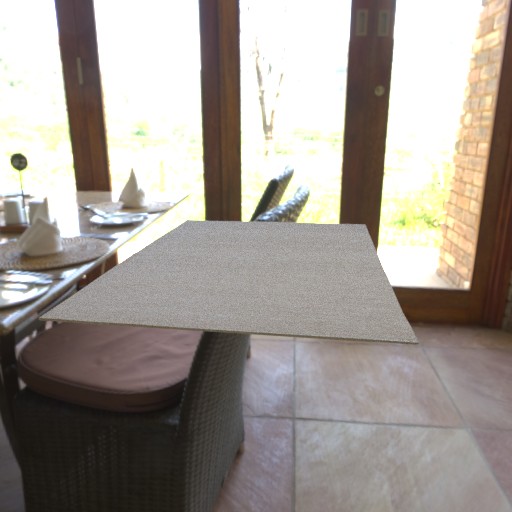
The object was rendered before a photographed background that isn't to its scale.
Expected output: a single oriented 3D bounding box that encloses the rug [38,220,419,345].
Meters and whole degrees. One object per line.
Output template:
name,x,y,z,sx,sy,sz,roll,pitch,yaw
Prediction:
rug,0.000,0.000,3.668,2.032,0.038,2.869,2,16,8
